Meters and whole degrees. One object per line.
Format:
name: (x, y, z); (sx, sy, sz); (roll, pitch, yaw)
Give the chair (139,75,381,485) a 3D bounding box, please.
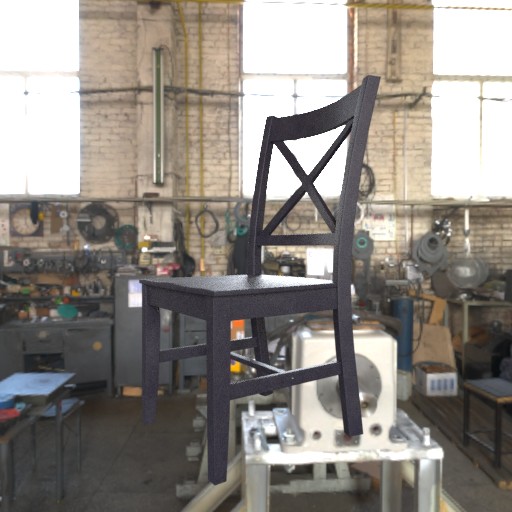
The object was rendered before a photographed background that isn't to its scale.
chair: (0.000, 0.000, 1.276); (0.542, 0.983, 0.485); (-1, 1, -35)
